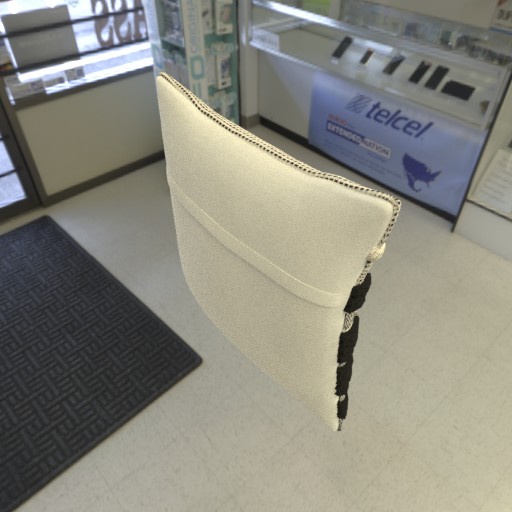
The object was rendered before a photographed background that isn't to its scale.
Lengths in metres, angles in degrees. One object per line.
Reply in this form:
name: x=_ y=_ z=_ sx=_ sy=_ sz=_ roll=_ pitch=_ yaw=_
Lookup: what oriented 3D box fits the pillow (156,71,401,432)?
pillow: x=0.000 y=0.000 z=0.675 sx=0.156 sy=0.438 sz=0.436 roll=-29 pitch=50 yaw=-28
